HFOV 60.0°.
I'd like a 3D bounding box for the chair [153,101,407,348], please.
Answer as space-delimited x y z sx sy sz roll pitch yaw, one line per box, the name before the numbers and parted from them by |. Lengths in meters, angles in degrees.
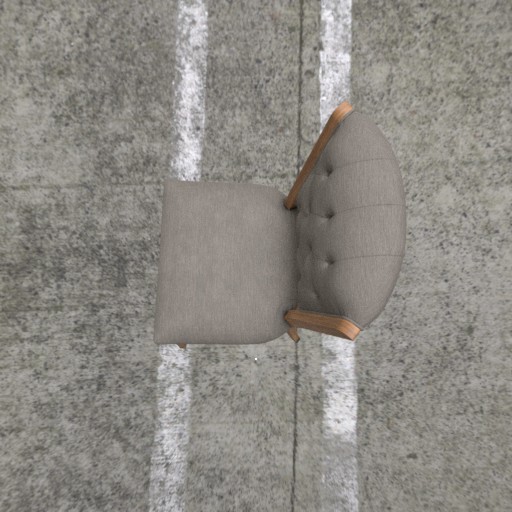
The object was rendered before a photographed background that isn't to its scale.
chair | 0.000 0.000 1.278 0.584 0.905 0.513 1 77 0
